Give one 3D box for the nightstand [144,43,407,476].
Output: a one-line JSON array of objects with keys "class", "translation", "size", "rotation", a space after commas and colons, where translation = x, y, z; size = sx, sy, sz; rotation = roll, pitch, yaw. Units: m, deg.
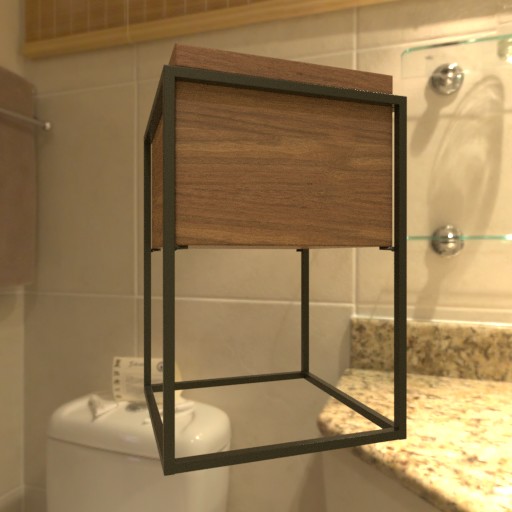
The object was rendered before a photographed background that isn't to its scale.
[{"class": "nightstand", "translation": [0.000, 0.000, 0.861], "size": [0.397, 0.607, 0.397], "rotation": [0, 0, -18]}]
